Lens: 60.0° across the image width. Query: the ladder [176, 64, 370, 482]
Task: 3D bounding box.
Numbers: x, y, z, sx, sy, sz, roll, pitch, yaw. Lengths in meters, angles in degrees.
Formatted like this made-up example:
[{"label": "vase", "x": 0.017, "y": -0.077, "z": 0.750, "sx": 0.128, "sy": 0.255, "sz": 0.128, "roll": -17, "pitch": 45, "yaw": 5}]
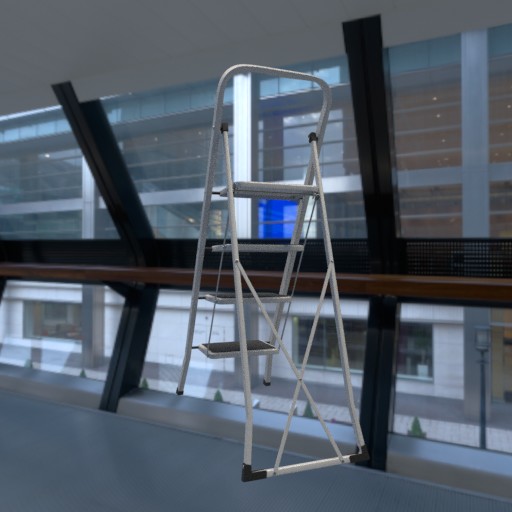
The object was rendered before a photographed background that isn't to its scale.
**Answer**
[{"label": "ladder", "x": 0.000, "y": 0.000, "z": 1.721, "sx": 0.460, "sy": 1.265, "sz": 0.914, "roll": 0, "pitch": -1, "yaw": -20}]
